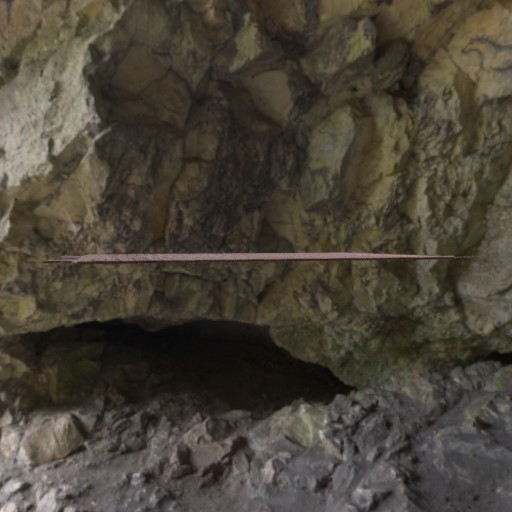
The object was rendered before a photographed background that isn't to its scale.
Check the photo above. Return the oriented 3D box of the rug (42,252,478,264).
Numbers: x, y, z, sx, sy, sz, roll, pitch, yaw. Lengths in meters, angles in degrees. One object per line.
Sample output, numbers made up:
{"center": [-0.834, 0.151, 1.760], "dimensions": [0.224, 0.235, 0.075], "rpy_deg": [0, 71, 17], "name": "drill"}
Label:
{"center": [0.000, 0.000, 2.051], "dimensions": [1.718, 0.017, 0.905], "rpy_deg": [-1, 2, -18], "name": "rug"}
